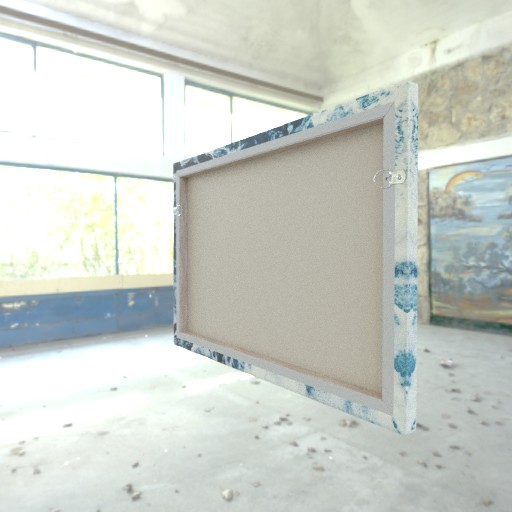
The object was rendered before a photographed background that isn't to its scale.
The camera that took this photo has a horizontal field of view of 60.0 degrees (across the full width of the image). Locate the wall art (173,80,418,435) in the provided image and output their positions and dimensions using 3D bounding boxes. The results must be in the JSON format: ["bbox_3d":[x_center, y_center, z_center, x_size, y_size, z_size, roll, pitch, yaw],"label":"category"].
[{"bbox_3d":[0.000,0.000,1.890,0.055,1.017,1.524,-1,1,-36],"label":"wall art"}]
